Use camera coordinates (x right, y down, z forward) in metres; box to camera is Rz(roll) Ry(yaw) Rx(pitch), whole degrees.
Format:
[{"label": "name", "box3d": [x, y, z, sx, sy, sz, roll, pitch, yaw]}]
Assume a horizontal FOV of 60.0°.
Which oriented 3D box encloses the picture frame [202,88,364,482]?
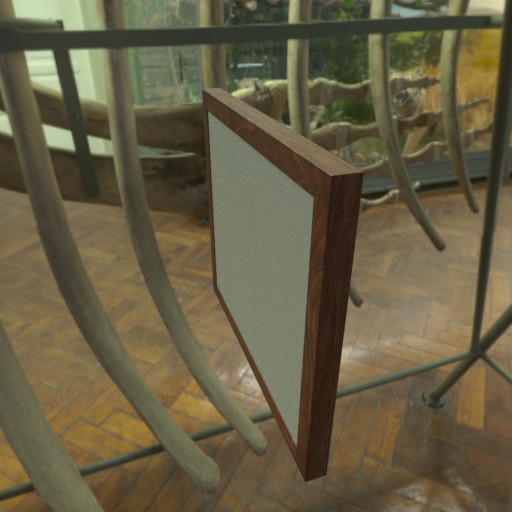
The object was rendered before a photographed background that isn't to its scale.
[{"label": "picture frame", "box3d": [0.000, 0.000, 0.537, 0.025, 0.330, 0.381, -10, 31, -17]}]
